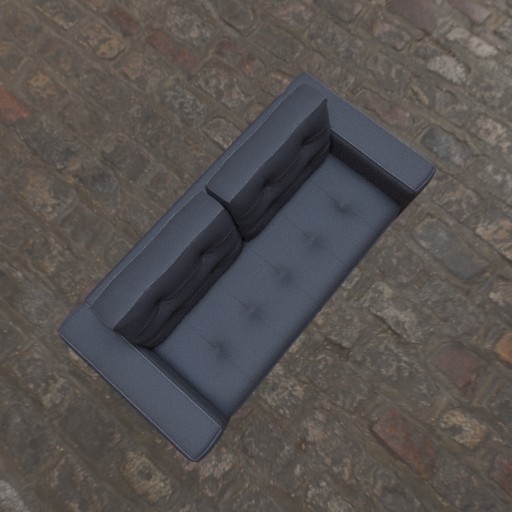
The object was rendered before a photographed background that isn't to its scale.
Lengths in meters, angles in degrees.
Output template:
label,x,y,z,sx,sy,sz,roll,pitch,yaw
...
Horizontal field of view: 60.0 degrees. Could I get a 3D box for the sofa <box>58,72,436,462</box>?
label,x,y,z,sx,sy,sz,roll,pitch,yaw
sofa,0.000,0.000,2.160,0.833,0.893,1.726,40,79,9
